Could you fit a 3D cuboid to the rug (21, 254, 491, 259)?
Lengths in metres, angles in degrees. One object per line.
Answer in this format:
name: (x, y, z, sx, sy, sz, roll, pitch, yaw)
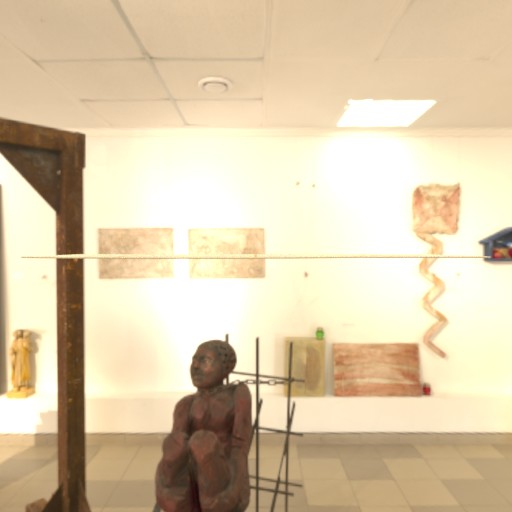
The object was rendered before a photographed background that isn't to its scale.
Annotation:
rug: (0.000, 0.000, 2.681, 2.442, 0.016, 0.770, 0, 1, 0)
